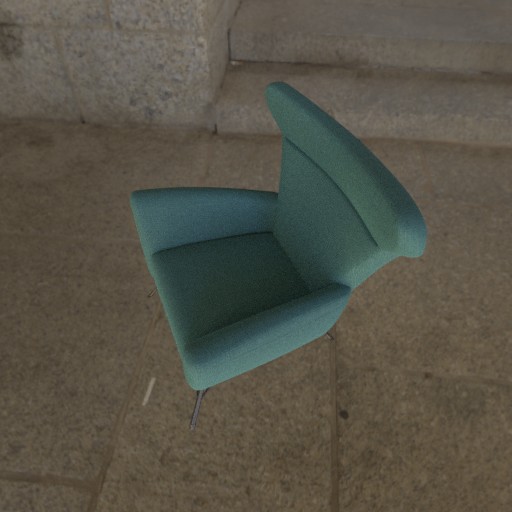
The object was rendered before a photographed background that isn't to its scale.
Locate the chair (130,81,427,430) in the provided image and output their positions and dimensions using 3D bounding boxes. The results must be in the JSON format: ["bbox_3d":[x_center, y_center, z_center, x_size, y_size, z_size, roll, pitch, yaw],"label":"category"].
[{"bbox_3d":[0.000,0.000,1.823,0.900,0.980,1.050,-17,48,-16],"label":"chair"}]
